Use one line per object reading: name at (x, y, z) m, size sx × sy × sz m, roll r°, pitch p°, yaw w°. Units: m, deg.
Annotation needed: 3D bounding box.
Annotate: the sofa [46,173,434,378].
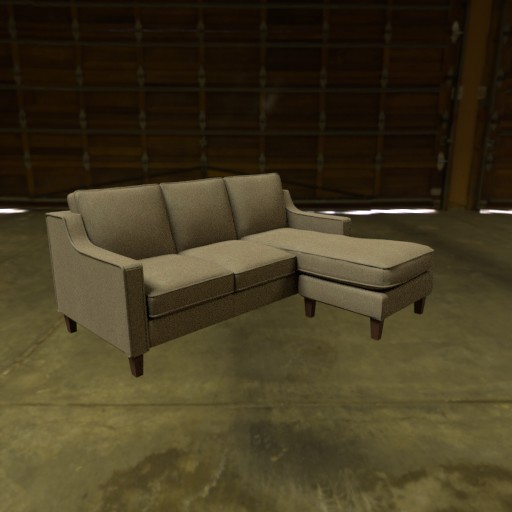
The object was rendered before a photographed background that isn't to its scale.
sofa at (0.000, 0.000, 3.347) m, size 1.858 × 1.081 × 2.317 m, roll 14°, pitch 20°, yaw 43°
